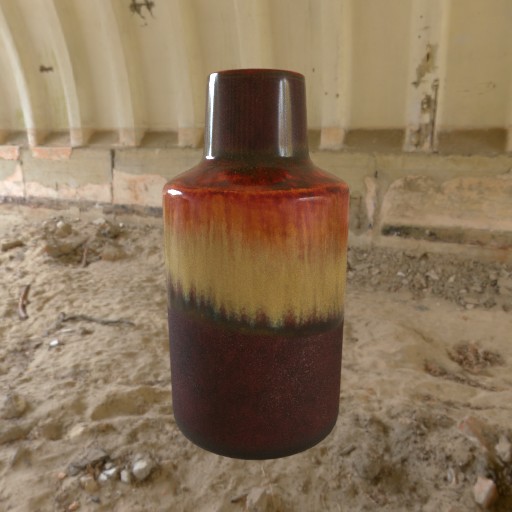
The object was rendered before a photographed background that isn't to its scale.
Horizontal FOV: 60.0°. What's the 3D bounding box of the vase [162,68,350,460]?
[{"bbox_3d":[0.000,0.000,0.268,0.108,0.204,0.108,0,14,0],"label":"vase"}]
